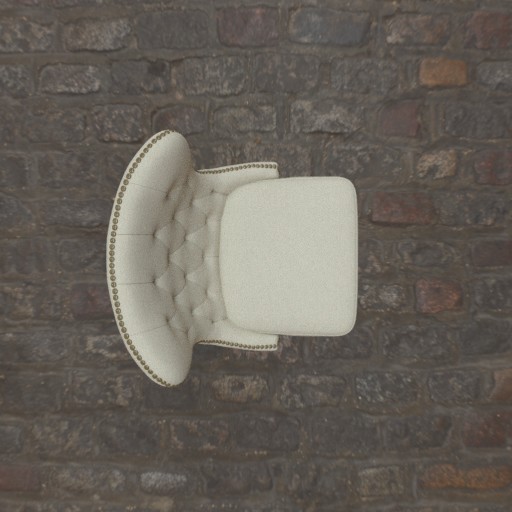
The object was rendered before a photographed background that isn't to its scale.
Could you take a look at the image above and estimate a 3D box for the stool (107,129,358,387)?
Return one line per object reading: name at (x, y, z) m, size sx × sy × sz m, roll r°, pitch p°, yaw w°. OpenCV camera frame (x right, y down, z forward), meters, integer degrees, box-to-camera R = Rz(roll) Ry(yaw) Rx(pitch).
stool at (0.000, 0.000, 1.335) m, size 0.593 × 0.971 × 0.528 m, roll 0°, pitch 91°, yaw 0°
